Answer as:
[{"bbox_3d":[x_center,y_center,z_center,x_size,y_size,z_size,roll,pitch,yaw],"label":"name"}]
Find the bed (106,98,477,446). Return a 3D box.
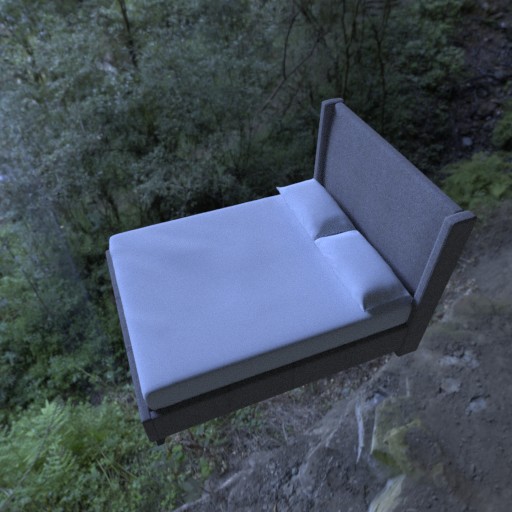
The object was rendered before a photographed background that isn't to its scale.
[{"bbox_3d":[0.000,0.000,3.476,2.245,1.476,1.714,-15,47,-15],"label":"bed"}]
